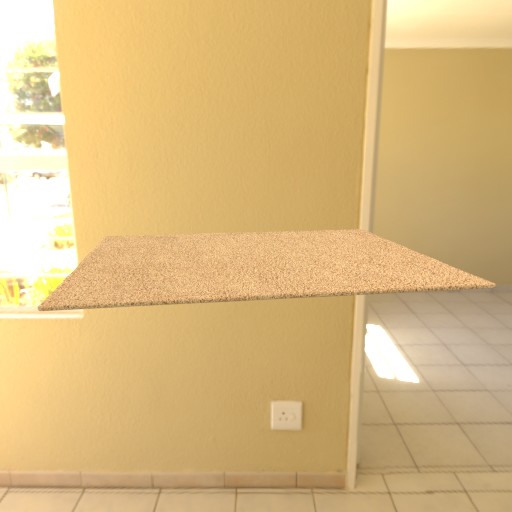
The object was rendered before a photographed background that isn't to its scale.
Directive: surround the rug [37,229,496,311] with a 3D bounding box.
[{"bbox_3d":[0.000,0.000,4.043,3.047,0.029,2.438,-2,13,-9],"label":"rug"}]
